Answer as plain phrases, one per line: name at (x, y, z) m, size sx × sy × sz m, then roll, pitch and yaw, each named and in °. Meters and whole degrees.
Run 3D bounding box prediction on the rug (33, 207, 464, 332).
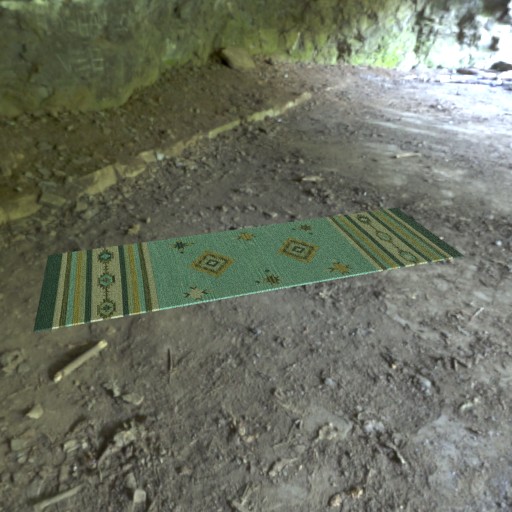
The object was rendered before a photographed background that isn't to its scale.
rug at (0.000, 0.000, 2.723) m, size 2.441 × 0.010 × 0.744 m, roll -9°, pitch 32°, yaw -15°
